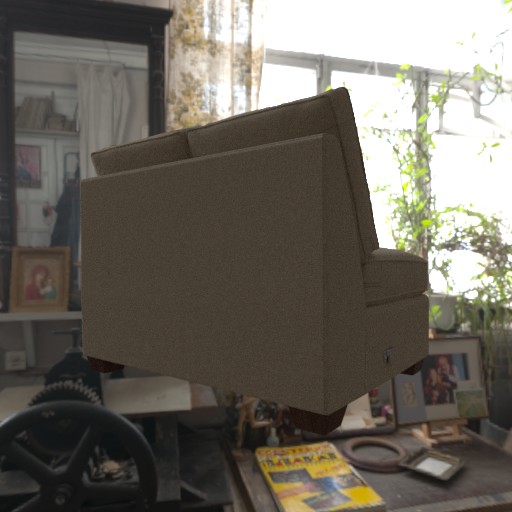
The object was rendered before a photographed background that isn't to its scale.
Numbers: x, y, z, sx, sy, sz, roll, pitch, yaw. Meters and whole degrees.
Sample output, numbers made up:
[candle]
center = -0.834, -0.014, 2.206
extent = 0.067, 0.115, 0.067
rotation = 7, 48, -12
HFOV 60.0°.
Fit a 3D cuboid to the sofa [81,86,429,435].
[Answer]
[sofa]
center = 0.000, 0.000, 1.943
extent = 1.237, 1.008, 0.951
rotation = 0, 0, 38
